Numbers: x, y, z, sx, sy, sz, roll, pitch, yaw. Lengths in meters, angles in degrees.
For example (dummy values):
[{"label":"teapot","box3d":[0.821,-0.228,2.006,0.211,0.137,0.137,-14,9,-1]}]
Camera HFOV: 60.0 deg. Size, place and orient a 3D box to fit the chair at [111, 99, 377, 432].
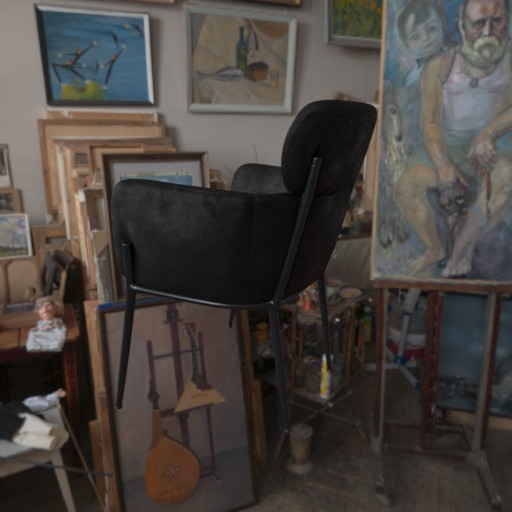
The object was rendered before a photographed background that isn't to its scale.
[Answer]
[{"label":"chair","box3d":[0.000,0.000,1.271,0.604,0.818,0.640,8,18,27]}]
